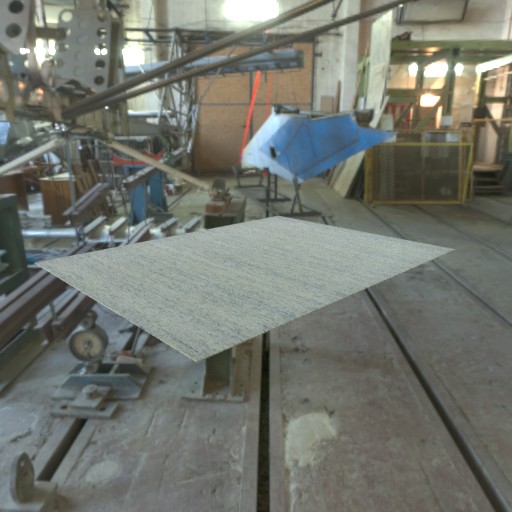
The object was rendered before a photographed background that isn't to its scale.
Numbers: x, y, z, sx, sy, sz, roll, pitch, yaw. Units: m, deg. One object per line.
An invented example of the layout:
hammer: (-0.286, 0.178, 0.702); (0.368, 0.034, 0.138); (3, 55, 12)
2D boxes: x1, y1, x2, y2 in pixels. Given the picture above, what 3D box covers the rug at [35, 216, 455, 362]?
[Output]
rug: (0.000, 0.000, 4.224); (3.197, 0.006, 2.438); (-15, 22, -42)
